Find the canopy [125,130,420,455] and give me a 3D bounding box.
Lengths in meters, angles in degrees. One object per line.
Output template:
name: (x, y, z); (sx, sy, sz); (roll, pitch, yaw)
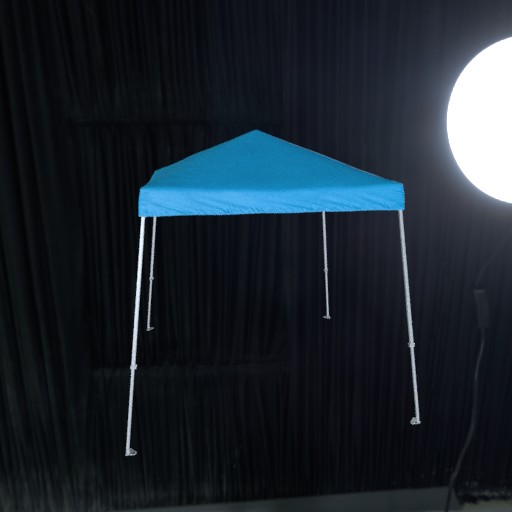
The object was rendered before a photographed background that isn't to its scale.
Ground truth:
canopy: (0.000, 0.000, 5.202); (2.848, 2.849, 2.849); (-2, 15, -9)
